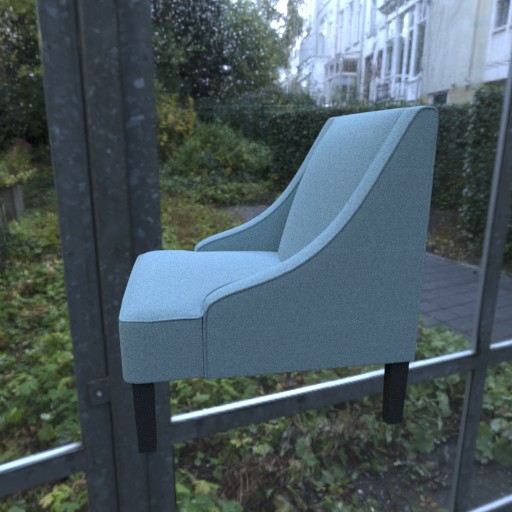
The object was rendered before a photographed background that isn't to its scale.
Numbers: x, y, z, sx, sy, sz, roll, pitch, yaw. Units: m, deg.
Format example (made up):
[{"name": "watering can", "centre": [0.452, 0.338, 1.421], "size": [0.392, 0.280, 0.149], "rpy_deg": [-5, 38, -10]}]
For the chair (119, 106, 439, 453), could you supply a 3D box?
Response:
[{"name": "chair", "centre": [0.000, 0.000, 1.823], "size": [1.025, 1.133, 0.857], "rpy_deg": [-3, 15, -9]}]
